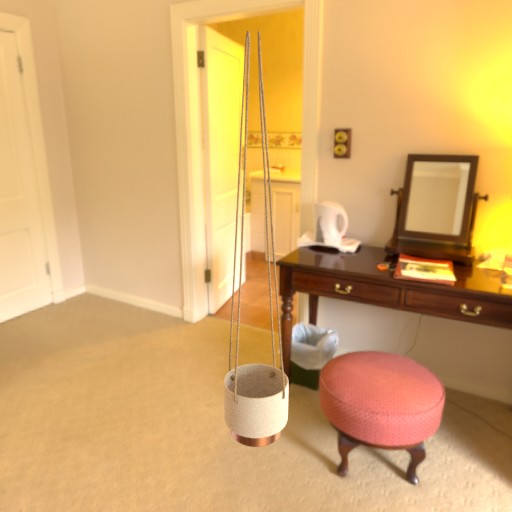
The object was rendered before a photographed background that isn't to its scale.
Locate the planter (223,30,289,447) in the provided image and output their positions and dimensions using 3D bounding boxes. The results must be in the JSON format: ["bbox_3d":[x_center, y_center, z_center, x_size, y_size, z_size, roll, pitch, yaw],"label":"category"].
[{"bbox_3d":[0.000,0.000,0.911,0.146,0.841,0.146,-2,16,-8],"label":"planter"}]
